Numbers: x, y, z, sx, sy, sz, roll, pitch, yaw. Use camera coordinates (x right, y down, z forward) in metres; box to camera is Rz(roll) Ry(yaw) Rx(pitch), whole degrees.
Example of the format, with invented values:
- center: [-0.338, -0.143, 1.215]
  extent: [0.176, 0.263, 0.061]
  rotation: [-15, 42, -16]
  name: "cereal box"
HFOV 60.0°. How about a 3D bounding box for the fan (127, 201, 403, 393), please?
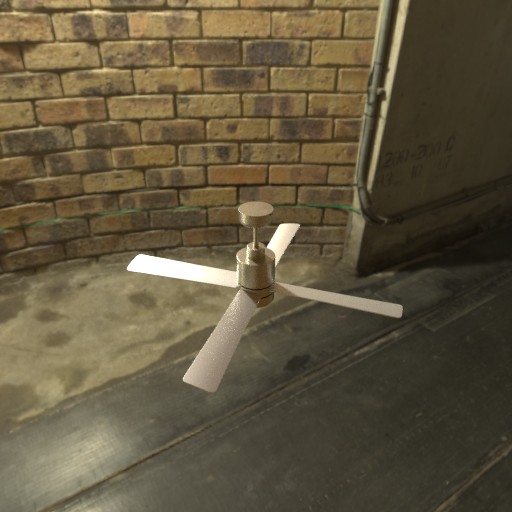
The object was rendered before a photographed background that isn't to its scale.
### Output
- center: [0.000, 0.000, 2.307]
  extent: [1.525, 0.539, 1.525]
  rotation: [10, 32, 16]
  name: "fan"
